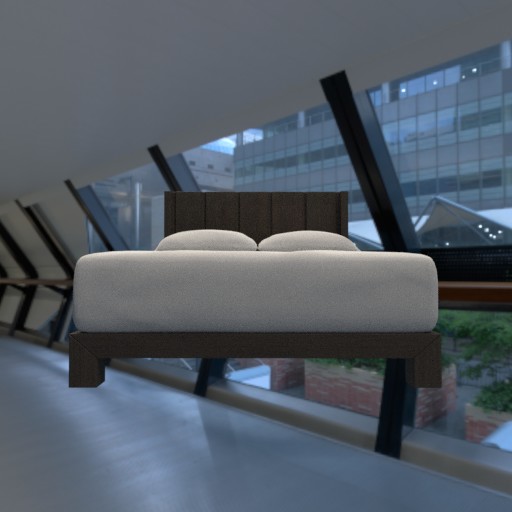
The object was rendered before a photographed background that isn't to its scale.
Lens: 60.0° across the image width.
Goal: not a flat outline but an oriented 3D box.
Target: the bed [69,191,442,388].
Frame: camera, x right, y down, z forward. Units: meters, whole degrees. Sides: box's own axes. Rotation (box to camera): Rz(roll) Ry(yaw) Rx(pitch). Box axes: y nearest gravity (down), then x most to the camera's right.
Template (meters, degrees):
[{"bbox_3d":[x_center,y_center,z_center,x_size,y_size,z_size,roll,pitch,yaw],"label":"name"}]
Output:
[{"bbox_3d":[0.000,0.000,3.154,1.727,1.270,2.242,0,-1,0],"label":"bed"}]
